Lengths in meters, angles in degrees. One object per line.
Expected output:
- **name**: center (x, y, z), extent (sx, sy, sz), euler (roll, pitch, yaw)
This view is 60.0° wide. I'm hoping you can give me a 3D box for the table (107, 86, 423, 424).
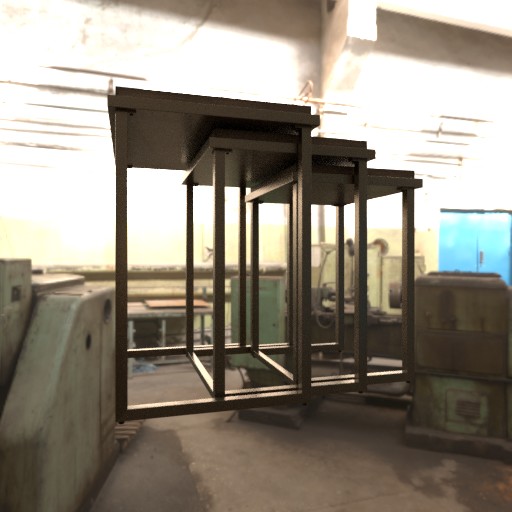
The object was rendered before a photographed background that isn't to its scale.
- **table**: center (0.000, 0.000, 1.144), extent (0.706, 0.610, 0.559), euler (0, 0, -16)
